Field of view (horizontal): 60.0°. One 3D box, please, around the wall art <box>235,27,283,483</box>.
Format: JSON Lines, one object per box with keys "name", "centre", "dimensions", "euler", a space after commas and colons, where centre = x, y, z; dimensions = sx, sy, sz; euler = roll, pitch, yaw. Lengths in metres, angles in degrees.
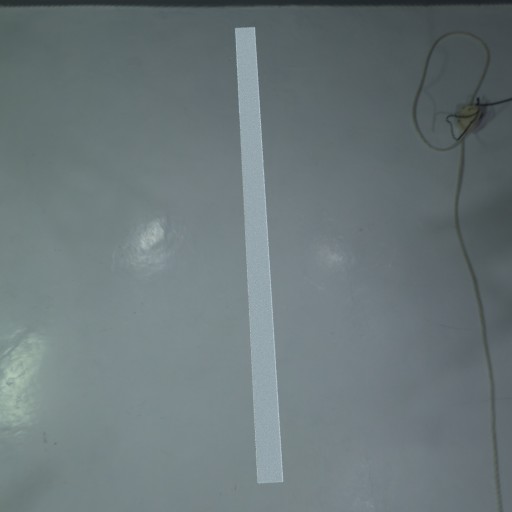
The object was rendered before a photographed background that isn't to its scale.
{"name": "wall art", "centre": [0.000, 0.000, 0.972], "dimensions": [0.038, 0.431, 0.812], "euler": [-3, 75, -1]}
